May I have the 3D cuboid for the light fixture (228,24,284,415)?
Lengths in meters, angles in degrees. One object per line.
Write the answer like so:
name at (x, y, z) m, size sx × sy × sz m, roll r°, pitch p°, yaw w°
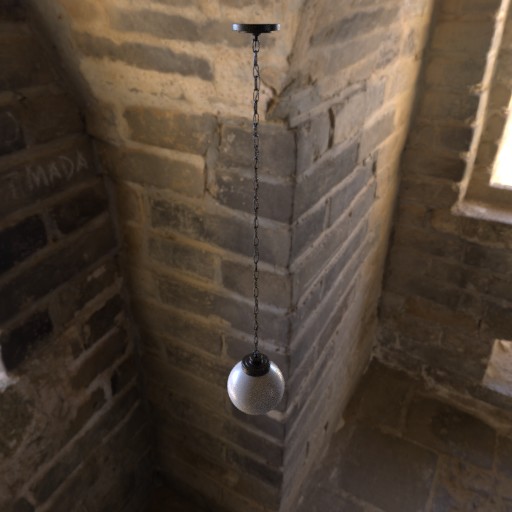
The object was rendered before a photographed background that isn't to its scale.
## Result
light fixture at (0.000, 0.000, 2.013) m, size 0.305 × 1.867 × 0.304 m, roll -9°, pitch 29°, yaw -16°
